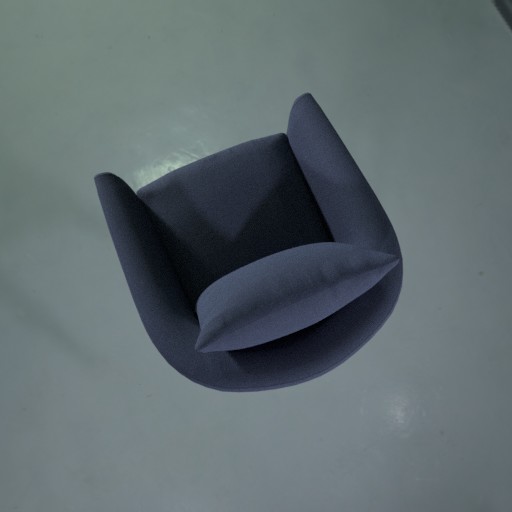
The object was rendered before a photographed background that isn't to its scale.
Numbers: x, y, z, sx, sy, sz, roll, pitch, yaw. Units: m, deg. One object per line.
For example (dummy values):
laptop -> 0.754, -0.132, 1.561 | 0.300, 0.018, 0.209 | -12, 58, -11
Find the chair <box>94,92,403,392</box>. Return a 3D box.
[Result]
chair -> 0.000, 0.000, 1.588 | 0.845, 0.848, 0.910 | -23, 76, -6
